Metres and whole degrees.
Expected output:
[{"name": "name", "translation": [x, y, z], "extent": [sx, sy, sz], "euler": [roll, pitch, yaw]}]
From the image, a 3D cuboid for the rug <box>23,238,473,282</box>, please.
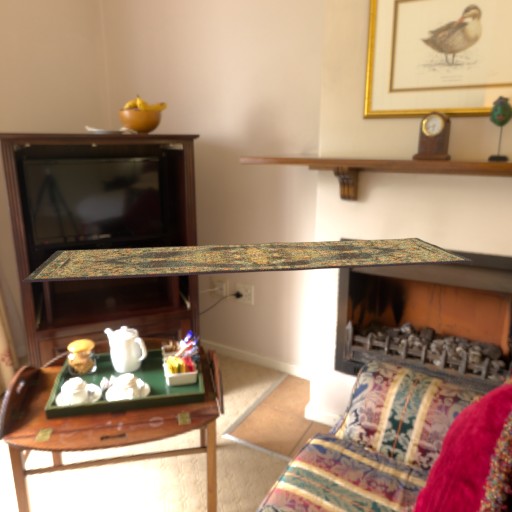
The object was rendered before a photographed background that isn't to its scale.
[{"name": "rug", "translation": [0.000, 0.000, 2.499], "extent": [2.283, 0.016, 0.602], "euler": [-2, 14, -9]}]
